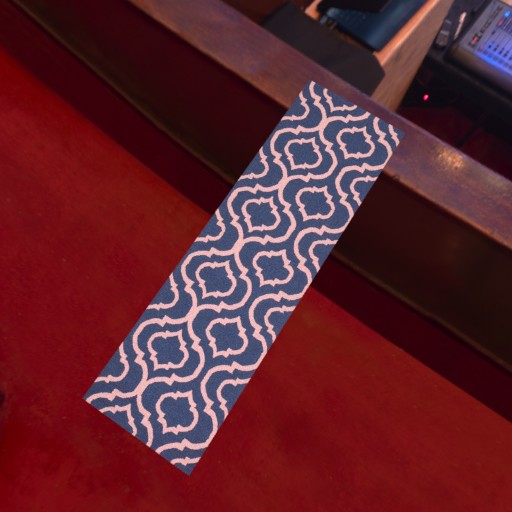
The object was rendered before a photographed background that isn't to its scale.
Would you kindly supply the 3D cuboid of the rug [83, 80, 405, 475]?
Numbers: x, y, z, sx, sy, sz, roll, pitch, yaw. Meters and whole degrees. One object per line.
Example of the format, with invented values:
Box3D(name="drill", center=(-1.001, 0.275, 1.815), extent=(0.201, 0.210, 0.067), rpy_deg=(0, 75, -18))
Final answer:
Box3D(name="rug", center=(0.000, 0.000, 2.527), extent=(0.685, 0.006, 2.296), rpy_deg=(32, 78, 8))
